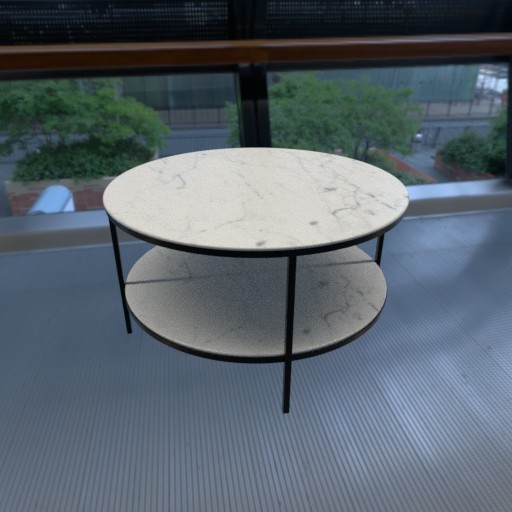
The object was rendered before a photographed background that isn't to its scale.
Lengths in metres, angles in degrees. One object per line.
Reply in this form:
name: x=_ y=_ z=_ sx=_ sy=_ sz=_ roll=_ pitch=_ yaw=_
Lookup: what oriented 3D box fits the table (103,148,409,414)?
table: x=0.000 y=0.000 z=1.312 sx=0.800 sy=0.450 sz=0.800 roll=0 pitch=27 yaw=0
